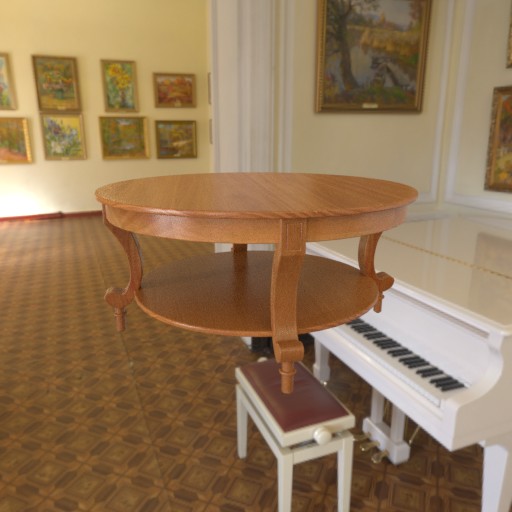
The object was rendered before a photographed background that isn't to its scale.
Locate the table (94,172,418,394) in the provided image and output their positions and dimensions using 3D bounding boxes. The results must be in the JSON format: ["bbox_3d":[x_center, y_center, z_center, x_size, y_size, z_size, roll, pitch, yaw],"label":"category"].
[{"bbox_3d":[0.000,0.000,1.550,1.029,0.490,1.029,0,16,0],"label":"table"}]
